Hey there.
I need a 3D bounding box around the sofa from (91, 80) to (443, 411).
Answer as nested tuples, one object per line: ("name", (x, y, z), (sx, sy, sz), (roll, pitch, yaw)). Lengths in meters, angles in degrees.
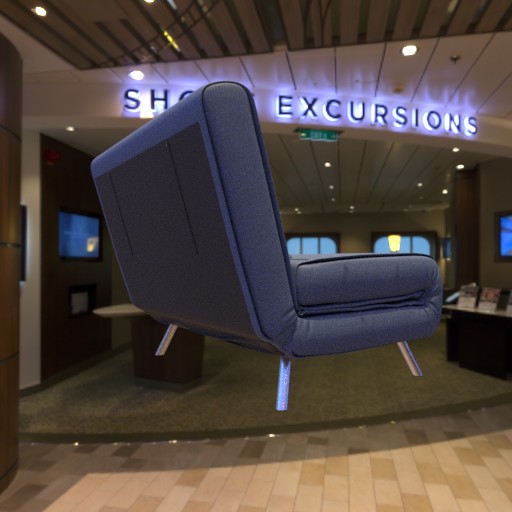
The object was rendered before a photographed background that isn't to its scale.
("sofa", (0.000, 0.000, 1.714), (0.996, 0.860, 0.999), (0, -1, -35))
